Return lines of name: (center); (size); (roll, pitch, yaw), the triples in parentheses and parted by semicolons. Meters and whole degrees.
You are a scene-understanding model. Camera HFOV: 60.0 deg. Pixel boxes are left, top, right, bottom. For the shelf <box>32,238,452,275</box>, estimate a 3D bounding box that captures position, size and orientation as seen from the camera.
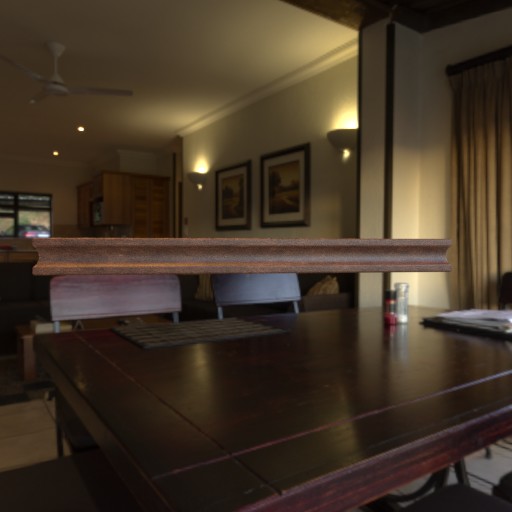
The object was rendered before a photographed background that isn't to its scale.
shelf: (0.000, 0.000, 0.440); (0.296, 0.035, 0.296); (1, 1, 37)
